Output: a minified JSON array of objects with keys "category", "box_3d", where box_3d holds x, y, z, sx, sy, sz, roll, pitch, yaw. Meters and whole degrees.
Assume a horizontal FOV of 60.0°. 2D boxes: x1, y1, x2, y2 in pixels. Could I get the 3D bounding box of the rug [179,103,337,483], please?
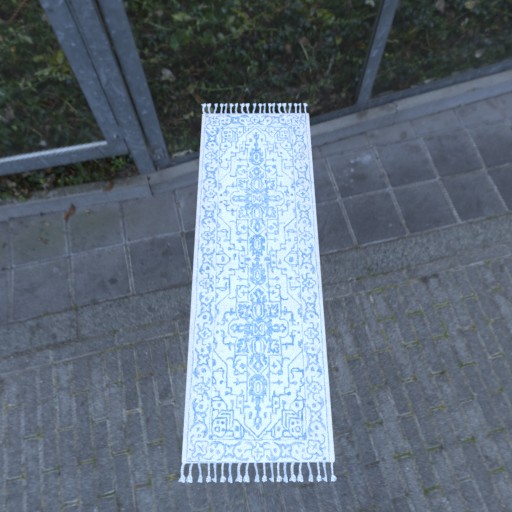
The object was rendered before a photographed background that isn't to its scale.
[{"category":"rug","box_3d":[0.000,0.000,2.687,0.774,0.011,2.449,0,65,0]}]
